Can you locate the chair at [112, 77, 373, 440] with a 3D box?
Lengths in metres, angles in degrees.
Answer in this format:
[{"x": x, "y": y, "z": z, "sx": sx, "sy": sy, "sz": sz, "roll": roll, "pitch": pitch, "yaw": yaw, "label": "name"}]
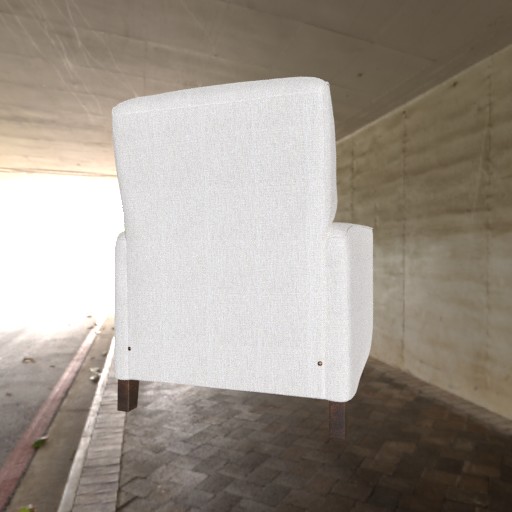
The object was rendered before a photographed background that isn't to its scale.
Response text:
[{"x": 0.000, "y": 0.000, "z": 1.675, "sx": 0.841, "sy": 1.028, "sz": 0.858, "roll": 0, "pitch": 0, "yaw": 18, "label": "chair"}]
